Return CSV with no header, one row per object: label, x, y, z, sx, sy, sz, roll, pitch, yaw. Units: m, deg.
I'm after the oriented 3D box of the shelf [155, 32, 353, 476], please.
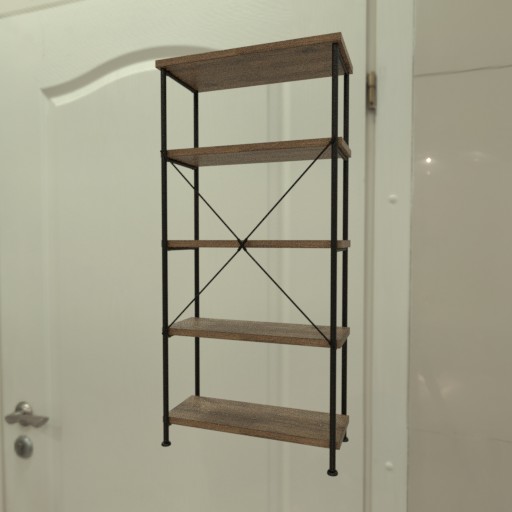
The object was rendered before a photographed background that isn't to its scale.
shelf,0.000,0.000,1.990,0.800,1.700,0.360,1,2,19
